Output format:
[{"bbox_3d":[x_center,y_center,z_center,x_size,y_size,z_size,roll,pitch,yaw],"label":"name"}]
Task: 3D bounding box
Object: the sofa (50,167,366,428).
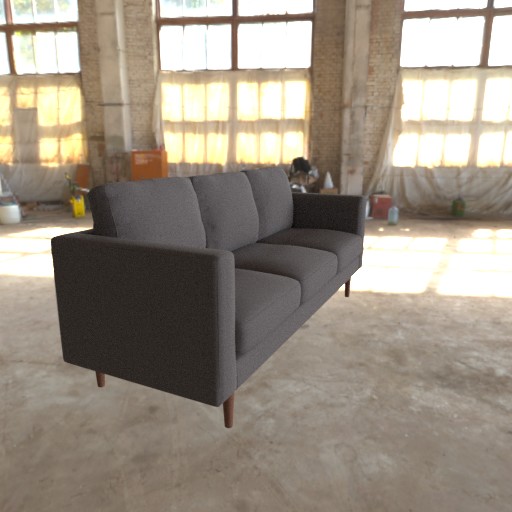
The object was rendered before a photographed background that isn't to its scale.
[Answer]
[{"bbox_3d":[0.000,0.000,2.480,0.802,0.912,2.029,7,15,26],"label":"sofa"}]
